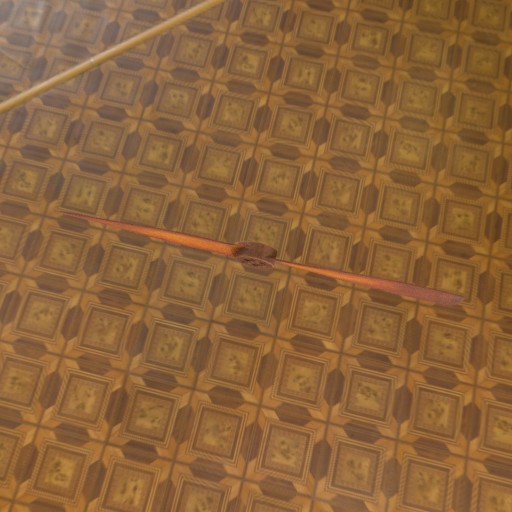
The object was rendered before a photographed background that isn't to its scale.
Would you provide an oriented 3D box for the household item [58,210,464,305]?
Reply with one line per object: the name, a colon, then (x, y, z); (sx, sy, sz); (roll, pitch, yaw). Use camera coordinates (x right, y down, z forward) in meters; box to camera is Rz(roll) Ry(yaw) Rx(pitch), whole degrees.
household item: (0.000, 0.000, 1.278); (1.181, 0.121, 0.051); (13, 76, 3)
